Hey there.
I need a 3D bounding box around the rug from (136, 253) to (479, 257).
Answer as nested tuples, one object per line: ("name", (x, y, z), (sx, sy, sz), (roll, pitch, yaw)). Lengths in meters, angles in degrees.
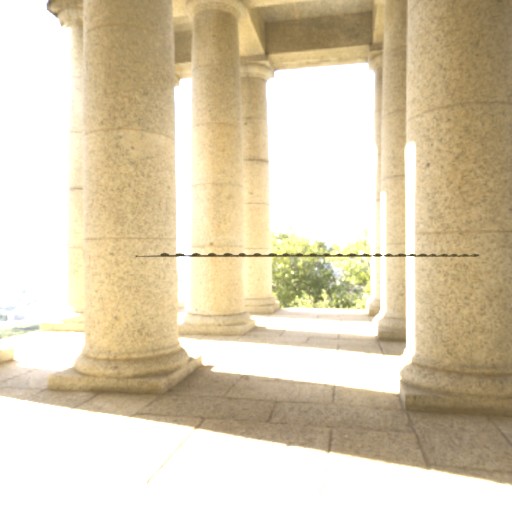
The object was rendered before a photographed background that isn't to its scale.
("rug", (0.000, 0.000, 2.342), (1.162, 0.013, 1.875), (0, 0, -17))
